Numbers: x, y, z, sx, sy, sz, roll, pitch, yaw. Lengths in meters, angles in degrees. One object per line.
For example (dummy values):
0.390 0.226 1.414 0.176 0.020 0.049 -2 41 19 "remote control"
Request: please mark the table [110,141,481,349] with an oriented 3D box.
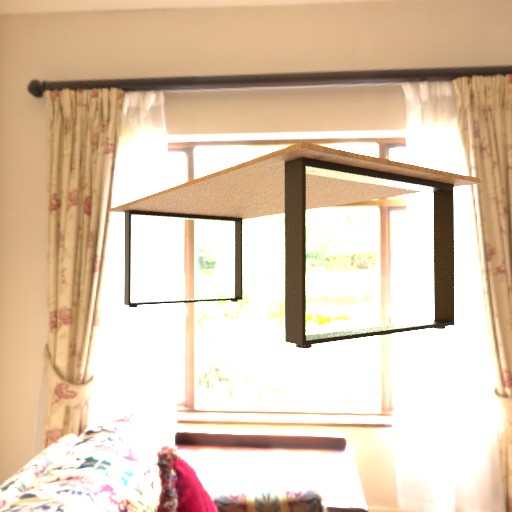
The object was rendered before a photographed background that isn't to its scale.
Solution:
0.000 0.000 1.650 0.693 0.445 1.331 1 -1 -35 "table"
